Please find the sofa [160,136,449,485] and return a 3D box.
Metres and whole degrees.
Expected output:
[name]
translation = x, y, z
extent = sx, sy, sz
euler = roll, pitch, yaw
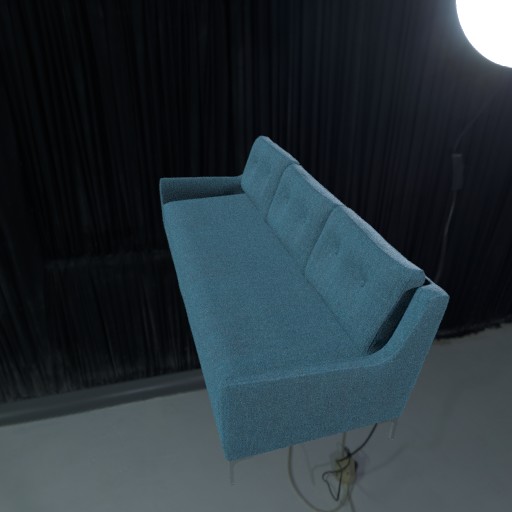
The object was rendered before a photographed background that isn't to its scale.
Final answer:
[sofa]
translation = 0.000, 0.000, 2.477
extent = 0.849, 0.837, 2.060
euler = -9, 32, -14
